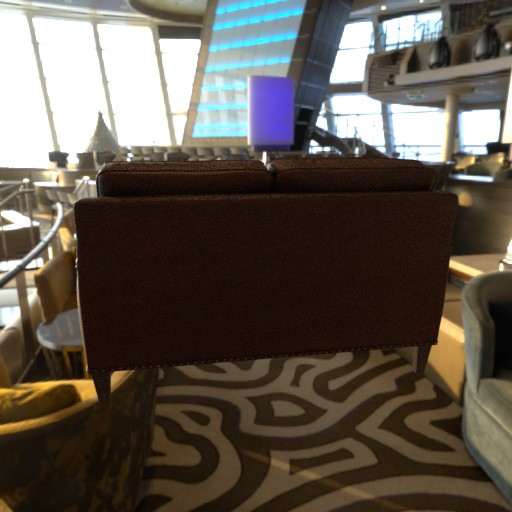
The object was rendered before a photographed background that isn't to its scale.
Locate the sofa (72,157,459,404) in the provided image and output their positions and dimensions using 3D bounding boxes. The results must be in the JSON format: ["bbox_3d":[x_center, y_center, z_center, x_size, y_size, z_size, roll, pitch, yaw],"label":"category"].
[{"bbox_3d":[0.000,0.000,2.271,1.628,1.003,1.083,-2,14,-10],"label":"sofa"}]
